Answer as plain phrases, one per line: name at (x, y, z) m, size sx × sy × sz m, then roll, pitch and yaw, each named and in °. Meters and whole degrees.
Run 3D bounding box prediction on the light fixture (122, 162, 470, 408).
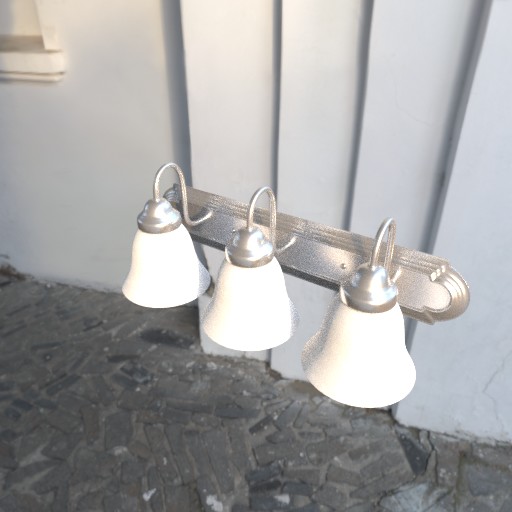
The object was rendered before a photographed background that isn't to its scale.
light fixture at (0.000, 0.000, 0.702) m, size 0.610 × 0.222 × 0.199 m, roll 19°, pitch 36°, yaw 29°
